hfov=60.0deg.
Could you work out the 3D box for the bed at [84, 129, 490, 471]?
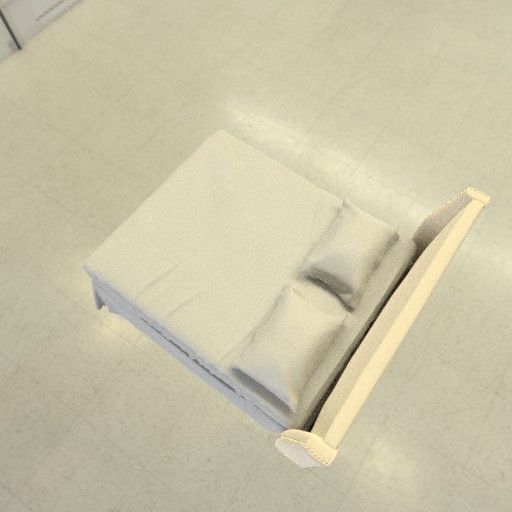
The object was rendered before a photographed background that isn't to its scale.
[{"bbox_3d":[0.000,0.000,3.296,2.276,1.332,1.925,34,68,15],"label":"bed"}]
